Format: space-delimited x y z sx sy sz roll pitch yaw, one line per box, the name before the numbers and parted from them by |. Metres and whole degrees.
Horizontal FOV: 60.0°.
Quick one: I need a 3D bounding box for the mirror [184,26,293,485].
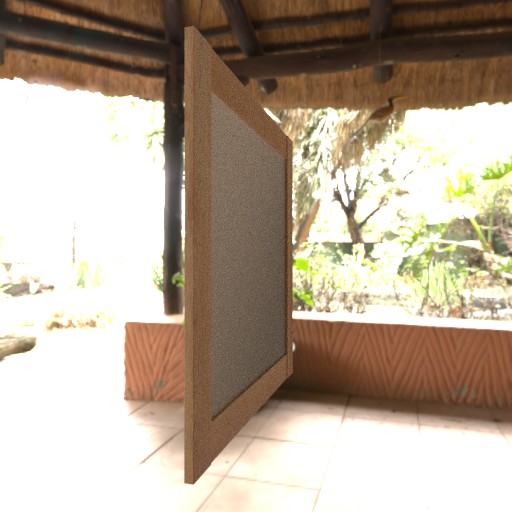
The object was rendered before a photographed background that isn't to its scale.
mirror | 0.000 0.000 1.157 0.020 0.800 0.800 0 0 17
